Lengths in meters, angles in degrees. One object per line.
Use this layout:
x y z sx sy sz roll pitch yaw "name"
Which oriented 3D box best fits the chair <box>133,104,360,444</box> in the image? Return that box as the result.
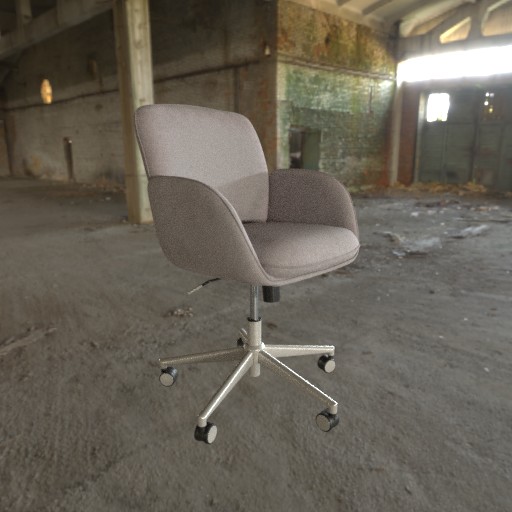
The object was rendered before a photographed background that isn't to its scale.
0.000 0.000 1.418 0.654 0.959 0.648 13 18 43 "chair"
